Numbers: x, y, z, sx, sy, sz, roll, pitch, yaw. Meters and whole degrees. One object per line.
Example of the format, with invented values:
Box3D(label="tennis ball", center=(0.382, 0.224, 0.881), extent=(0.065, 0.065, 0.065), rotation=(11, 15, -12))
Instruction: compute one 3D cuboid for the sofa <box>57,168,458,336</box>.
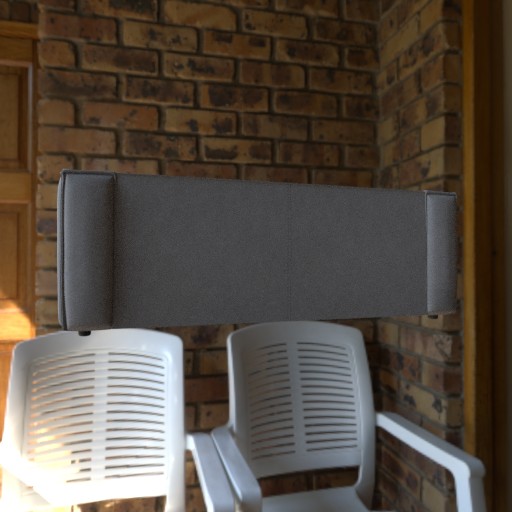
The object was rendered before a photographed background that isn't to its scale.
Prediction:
Box3D(label="sofa", center=(0.000, 0.000, 2.509), extent=(1.995, 0.680, 1.038), rotation=(0, -1, -18))
